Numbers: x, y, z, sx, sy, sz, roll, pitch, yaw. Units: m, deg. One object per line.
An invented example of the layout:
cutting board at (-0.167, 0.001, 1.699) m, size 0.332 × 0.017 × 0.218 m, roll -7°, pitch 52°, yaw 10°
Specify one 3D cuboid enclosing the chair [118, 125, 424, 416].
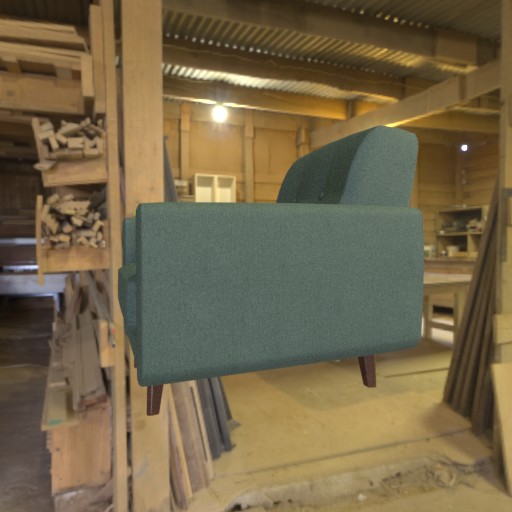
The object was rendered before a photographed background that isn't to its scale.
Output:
chair at (0.000, 0.000, 1.556) m, size 0.909 × 0.841 × 0.831 m, roll -1°, pitch 2°, yaw -19°
